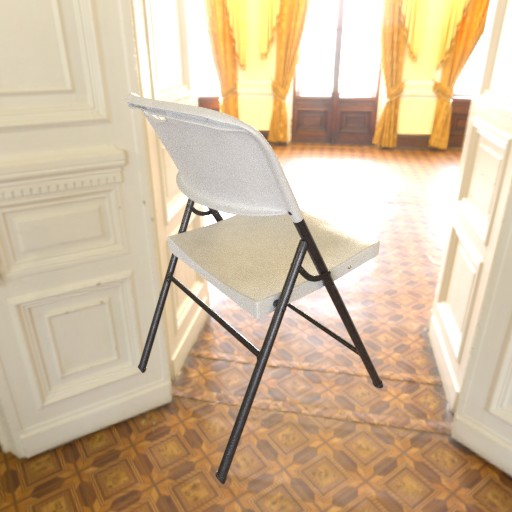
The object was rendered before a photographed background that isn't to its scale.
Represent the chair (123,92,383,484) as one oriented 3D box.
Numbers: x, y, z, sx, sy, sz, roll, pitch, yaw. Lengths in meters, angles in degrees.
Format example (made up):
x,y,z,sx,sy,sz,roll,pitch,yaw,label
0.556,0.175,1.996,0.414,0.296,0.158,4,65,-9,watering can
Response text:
x,y,z,sx,sy,sz,roll,pitch,yaw,label
0.000,0.000,1.147,0.566,0.810,0.494,-17,30,-32,chair
